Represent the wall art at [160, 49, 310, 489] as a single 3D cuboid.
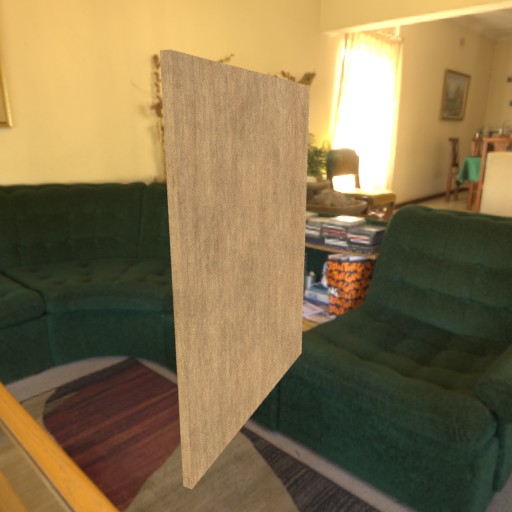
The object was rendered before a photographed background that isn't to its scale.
[{"bbox_3d":[0.000,0.000,0.894,0.018,0.686,0.534,8,17,25],"label":"wall art"}]
